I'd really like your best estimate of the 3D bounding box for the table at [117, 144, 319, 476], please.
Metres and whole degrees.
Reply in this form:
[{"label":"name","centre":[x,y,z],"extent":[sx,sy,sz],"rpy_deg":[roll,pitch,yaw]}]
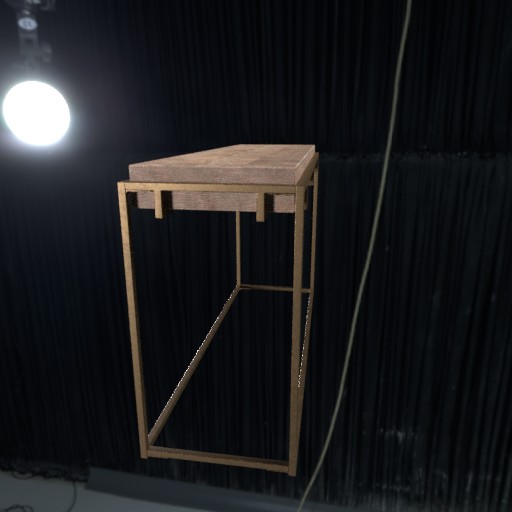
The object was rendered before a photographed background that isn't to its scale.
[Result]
[{"label":"table","centre":[0.000,0.000,1.781],"extent":[0.440,0.820,1.400],"rpy_deg":[3,16,9]}]
